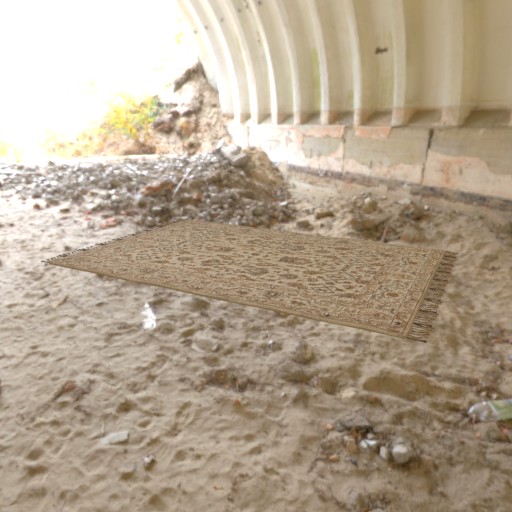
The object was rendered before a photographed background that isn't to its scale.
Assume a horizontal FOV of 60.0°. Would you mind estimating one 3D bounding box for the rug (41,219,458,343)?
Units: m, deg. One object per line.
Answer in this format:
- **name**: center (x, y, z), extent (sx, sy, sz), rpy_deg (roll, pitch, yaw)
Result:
- **rug**: center (0.000, 0.000, 3.025), extent (2.434, 0.027, 1.529), rpy_deg (9, 19, 27)
